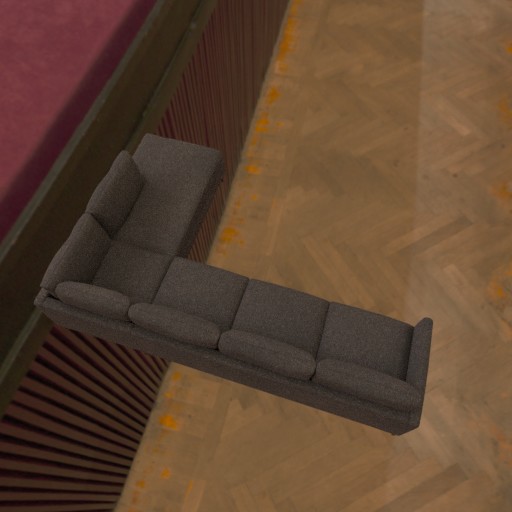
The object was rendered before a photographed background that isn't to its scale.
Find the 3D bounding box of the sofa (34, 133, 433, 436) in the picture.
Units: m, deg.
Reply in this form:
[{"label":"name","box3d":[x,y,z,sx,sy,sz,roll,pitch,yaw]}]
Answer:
[{"label":"sofa","box3d":[0.000,0.000,3.743,2.949,0.815,2.007,16,63,8]}]
